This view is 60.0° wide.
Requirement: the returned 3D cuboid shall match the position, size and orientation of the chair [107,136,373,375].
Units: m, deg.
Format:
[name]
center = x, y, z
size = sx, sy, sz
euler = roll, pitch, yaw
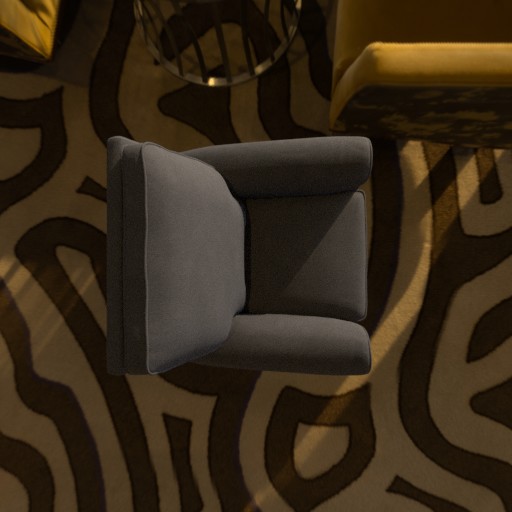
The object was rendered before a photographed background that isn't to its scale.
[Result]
[chair]
center = 0.000, 0.000, 1.696
size = 0.878, 0.961, 0.890
euler = 0, 90, 1
